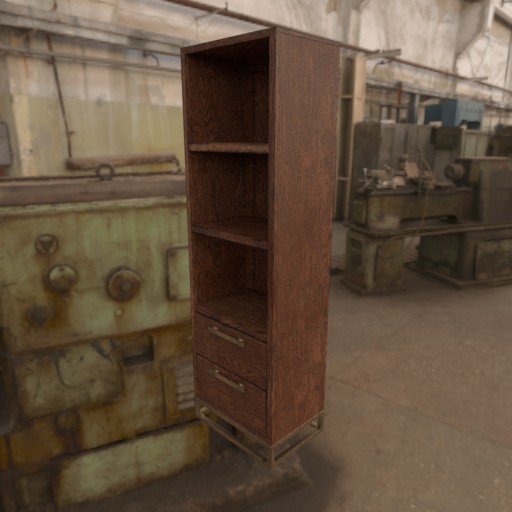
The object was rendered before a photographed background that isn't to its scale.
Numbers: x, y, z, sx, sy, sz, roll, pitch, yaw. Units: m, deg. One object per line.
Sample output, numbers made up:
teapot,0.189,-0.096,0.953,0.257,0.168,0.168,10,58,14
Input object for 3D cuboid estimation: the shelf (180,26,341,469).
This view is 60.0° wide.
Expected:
shelf,0.000,0.000,1.983,0.395,1.732,0.539,-15,21,-43
